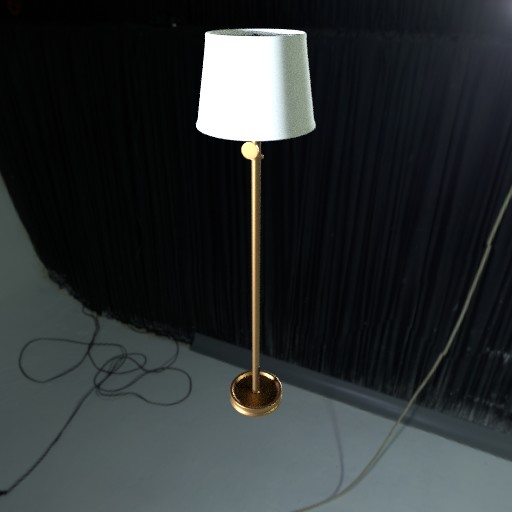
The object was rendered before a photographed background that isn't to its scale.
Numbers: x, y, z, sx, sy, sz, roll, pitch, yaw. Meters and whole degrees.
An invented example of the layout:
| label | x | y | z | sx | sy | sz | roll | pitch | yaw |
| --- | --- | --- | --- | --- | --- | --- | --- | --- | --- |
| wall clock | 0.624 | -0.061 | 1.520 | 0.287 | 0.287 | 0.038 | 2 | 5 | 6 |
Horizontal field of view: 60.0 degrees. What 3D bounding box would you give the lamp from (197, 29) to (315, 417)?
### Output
| label | x | y | z | sx | sy | sz | roll | pitch | yaw |
| --- | --- | --- | --- | --- | --- | --- | --- | --- | --- |
| lamp | 0.000 | 0.000 | 0.787 | 0.178 | 0.710 | 0.178 | 0 | 31 | 0 |
